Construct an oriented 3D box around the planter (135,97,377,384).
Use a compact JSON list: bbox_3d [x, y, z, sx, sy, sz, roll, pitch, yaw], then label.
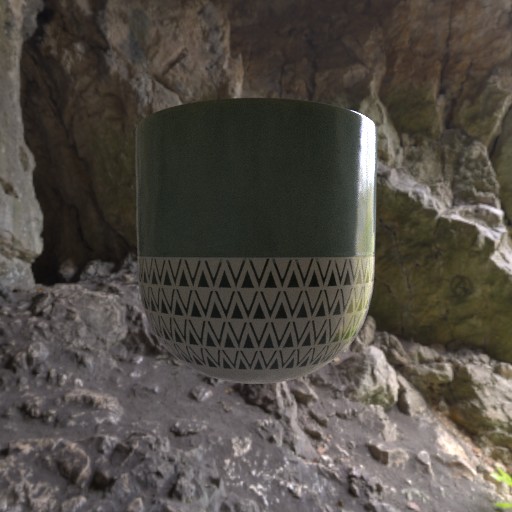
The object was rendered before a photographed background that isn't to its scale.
[{"bbox_3d":[0.000,0.000,0.506,0.266,0.270,0.266,0,1,0],"label":"planter"}]
